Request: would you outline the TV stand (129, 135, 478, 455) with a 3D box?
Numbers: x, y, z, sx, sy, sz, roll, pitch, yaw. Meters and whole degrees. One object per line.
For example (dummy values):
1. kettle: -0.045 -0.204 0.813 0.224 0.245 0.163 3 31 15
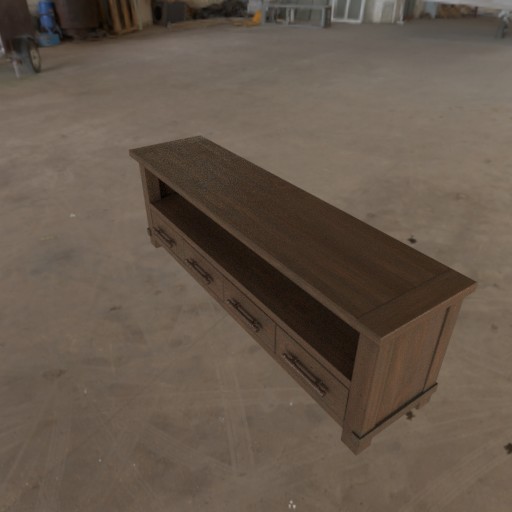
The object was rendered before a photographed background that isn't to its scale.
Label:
1. TV stand: 0.000 0.000 2.139 0.471 0.615 1.866 -21 38 -29
